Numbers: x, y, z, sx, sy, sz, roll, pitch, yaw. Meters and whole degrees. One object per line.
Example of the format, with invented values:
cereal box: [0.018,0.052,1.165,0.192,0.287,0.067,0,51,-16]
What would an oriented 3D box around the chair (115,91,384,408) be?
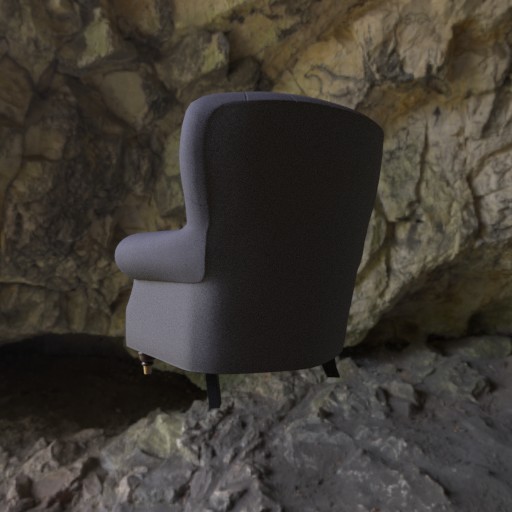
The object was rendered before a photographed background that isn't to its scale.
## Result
chair: [0.000,0.000,1.849,0.983,1.046,0.983,-1,1,-37]
